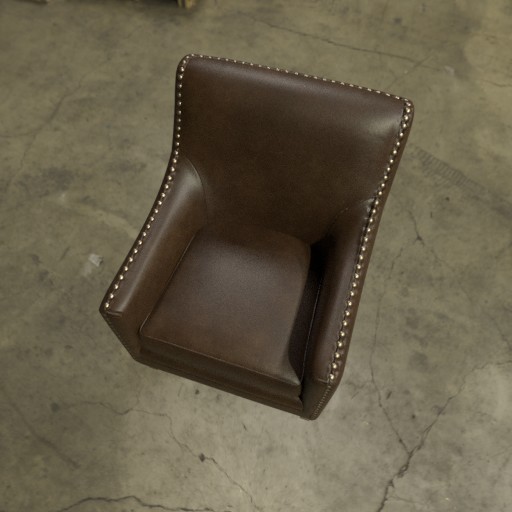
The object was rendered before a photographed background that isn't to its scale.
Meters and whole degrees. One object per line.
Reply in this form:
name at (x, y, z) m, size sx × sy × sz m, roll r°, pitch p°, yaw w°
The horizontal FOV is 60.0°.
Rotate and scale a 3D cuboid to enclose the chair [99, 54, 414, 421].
chair at (0.000, 0.000, 1.328) m, size 0.639 × 0.813 × 0.704 m, roll 16°, pitch 60°, yaw 9°
